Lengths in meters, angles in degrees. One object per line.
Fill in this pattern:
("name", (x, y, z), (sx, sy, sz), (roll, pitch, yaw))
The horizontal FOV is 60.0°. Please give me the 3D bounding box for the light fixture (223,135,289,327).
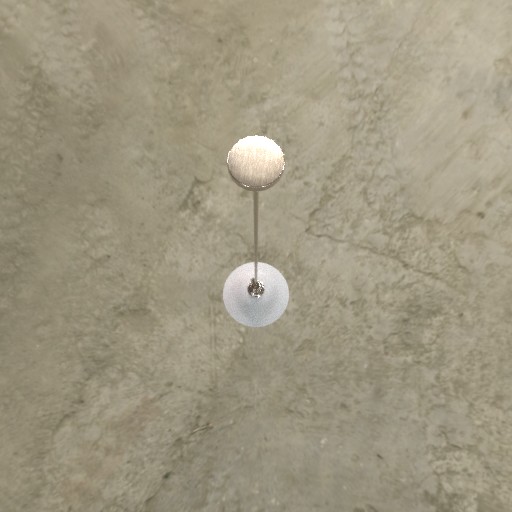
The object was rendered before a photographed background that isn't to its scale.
("light fixture", (0.000, 0.000, 1.521), (0.324, 1.354, 0.324), (-34, 77, -9))
